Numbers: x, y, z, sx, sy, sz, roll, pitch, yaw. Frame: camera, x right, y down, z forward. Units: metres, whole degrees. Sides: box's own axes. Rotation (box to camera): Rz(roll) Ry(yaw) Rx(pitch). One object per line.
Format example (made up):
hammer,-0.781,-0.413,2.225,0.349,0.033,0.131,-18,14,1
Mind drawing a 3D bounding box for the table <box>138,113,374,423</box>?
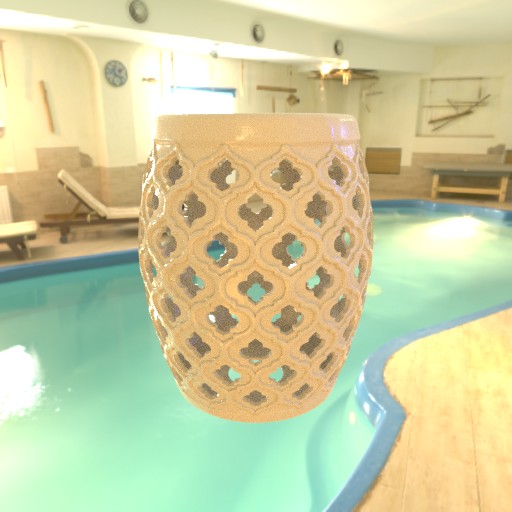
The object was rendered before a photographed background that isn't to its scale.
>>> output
table,0.000,0.000,0.640,0.325,0.388,0.325,0,17,0
